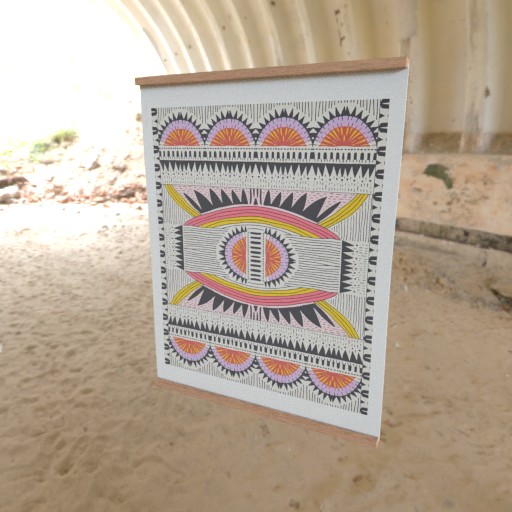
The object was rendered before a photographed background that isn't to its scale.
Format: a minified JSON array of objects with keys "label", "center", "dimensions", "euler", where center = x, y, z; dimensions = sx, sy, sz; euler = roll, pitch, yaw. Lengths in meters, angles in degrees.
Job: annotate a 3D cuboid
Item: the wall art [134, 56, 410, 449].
[{"label":"wall art","center":[0.000,0.000,0.673],"dimensions":[0.403,0.527,0.028],"euler":[7,16,25]}]
